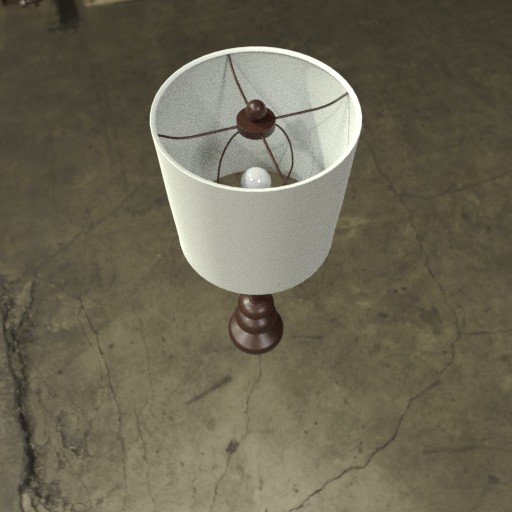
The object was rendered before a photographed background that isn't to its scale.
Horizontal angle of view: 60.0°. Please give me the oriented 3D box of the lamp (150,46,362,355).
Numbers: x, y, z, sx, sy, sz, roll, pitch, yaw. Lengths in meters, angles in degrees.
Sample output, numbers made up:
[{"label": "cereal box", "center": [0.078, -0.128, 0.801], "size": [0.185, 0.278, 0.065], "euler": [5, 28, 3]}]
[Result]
[{"label": "lamp", "center": [0.000, 0.000, 0.814], "size": [0.254, 0.690, 0.254], "euler": [-15, 60, -9]}]
